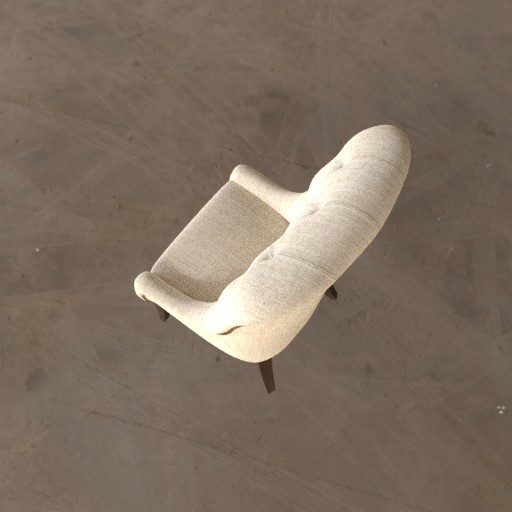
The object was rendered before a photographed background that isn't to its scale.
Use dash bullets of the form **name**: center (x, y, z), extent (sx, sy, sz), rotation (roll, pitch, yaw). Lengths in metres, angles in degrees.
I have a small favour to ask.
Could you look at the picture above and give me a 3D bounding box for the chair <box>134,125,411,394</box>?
- **chair**: center (0.000, 0.000, 1.469), extent (0.629, 1.091, 0.634), rotation (33, 69, 14)
